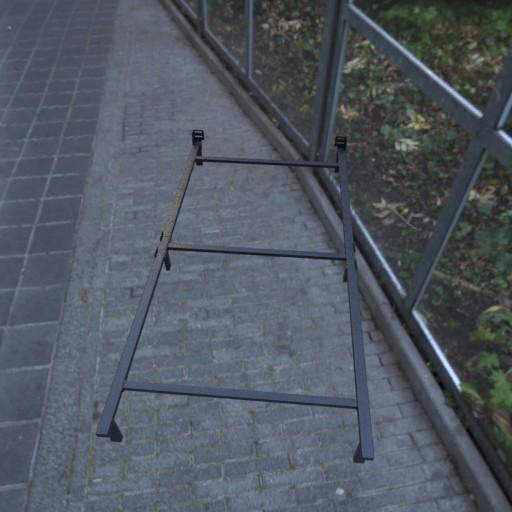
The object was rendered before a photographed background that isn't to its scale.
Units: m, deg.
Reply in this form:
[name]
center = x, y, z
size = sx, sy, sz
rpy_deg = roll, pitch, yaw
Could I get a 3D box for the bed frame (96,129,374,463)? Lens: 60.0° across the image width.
[bed frame]
center = 0.000, 0.000, 2.197
size = 0.968, 0.248, 1.897
rpy_deg = 4, 46, 3
